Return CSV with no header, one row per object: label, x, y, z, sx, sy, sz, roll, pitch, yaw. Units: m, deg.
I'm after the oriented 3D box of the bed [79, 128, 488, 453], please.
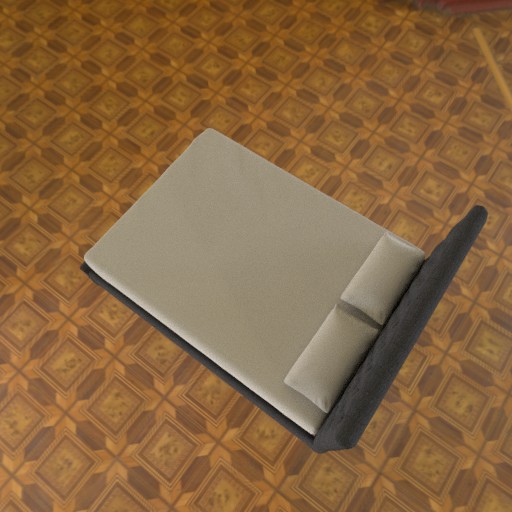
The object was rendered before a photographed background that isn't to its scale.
bed,0.000,0.000,3.368,2.387,1.427,1.698,33,70,14
